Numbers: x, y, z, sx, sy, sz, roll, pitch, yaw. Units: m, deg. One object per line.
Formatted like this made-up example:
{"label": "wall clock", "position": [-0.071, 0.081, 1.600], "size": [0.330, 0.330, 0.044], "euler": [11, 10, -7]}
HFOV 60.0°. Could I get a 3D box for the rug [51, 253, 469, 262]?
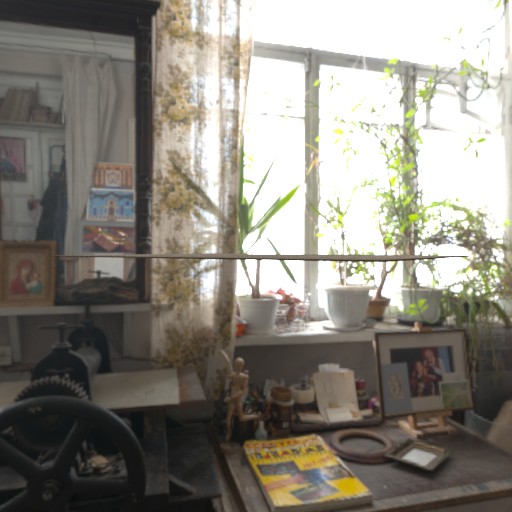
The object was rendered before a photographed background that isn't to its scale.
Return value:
{"label": "rug", "position": [0.000, 0.000, 2.329], "size": [1.827, 0.006, 1.221], "euler": [1, 1, 36]}
